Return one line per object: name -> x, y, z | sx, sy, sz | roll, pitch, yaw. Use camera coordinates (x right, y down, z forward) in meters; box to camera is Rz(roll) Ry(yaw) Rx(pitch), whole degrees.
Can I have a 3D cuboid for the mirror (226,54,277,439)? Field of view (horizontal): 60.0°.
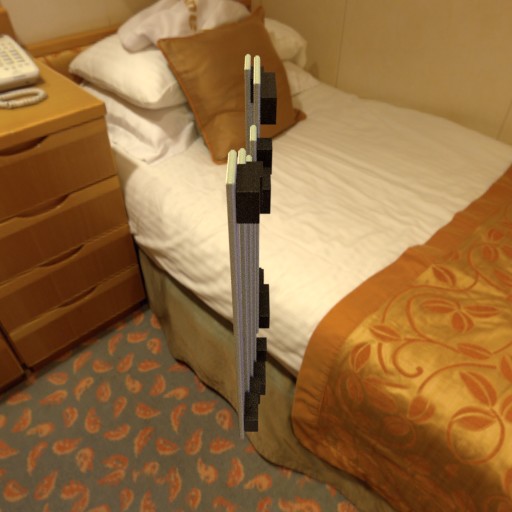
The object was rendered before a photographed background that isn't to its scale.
mirror -> 0.000, 0.000, 0.786 | 0.058, 0.611, 0.445 | 0, 42, 0
